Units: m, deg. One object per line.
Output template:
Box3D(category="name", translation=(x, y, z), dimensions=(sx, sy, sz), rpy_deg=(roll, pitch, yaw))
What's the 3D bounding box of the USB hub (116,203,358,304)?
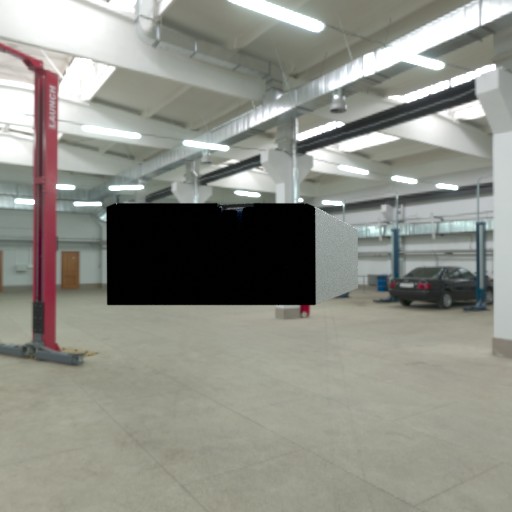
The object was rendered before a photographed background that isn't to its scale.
Box3D(category="USB hub", translation=(0.000, 0.000, 0.127), dimensions=(0.044, 0.023, 0.110), rpy_deg=(0, -1, 20))
